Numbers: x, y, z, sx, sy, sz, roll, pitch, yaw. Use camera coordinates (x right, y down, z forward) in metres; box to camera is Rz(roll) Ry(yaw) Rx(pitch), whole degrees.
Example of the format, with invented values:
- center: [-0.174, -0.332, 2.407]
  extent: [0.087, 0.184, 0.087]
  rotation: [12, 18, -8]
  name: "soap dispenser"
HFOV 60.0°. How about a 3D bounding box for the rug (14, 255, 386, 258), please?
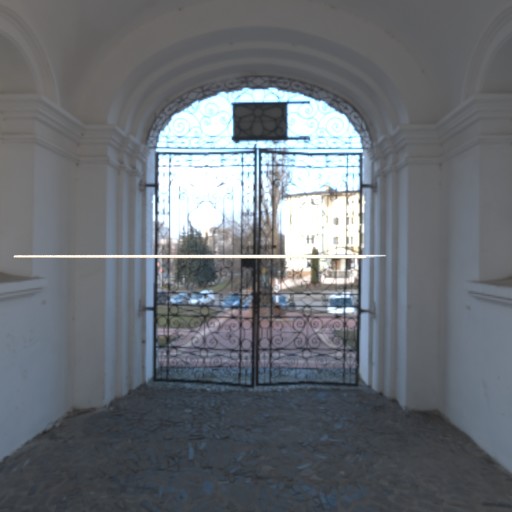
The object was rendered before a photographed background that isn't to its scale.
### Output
- center: [0.000, 0.000, 2.255]
  extent: [1.220, 0.007, 1.828]
  rotation: [0, 0, 18]
  name: "rug"
